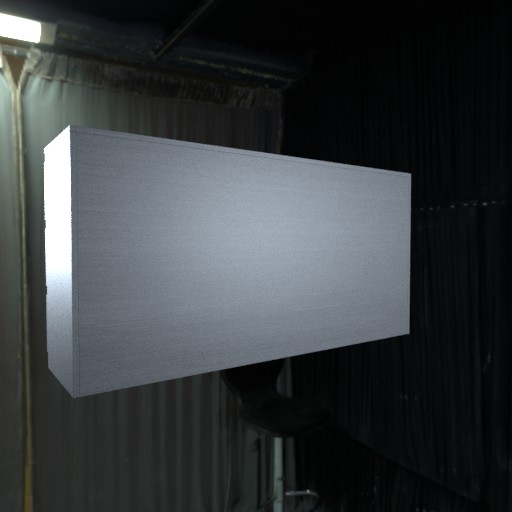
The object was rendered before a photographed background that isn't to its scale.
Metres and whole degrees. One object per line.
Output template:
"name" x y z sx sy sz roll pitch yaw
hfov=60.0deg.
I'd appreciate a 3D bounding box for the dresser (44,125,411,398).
"dresser" 0.000 0.000 1.907 1.590 0.795 0.400 -1 2 -35
